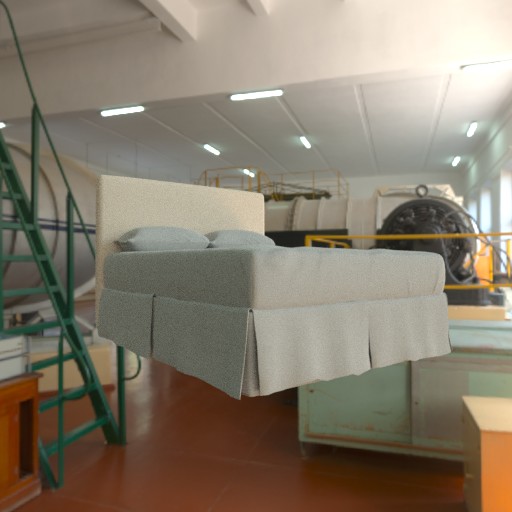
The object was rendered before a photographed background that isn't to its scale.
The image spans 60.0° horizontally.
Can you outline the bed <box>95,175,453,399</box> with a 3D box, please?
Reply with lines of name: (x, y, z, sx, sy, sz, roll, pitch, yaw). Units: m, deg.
bed: (0.000, 0.000, 3.258, 1.748, 1.330, 2.142, 0, -1, -37)
